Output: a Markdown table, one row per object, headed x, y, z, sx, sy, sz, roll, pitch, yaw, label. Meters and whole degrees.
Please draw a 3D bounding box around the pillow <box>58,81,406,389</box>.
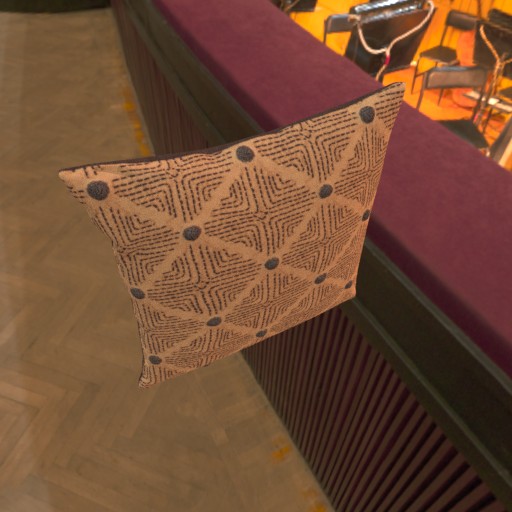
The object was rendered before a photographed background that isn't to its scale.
| x | y | z | sx | sy | sz | roll | pitch | yaw | label |
| --- | --- | --- | --- | --- | --- | --- | --- | --- | --- |
| 0.000 | 0.000 | 0.761 | 0.510 | 0.510 | 0.145 | -20 | 49 | -19 | pillow |
